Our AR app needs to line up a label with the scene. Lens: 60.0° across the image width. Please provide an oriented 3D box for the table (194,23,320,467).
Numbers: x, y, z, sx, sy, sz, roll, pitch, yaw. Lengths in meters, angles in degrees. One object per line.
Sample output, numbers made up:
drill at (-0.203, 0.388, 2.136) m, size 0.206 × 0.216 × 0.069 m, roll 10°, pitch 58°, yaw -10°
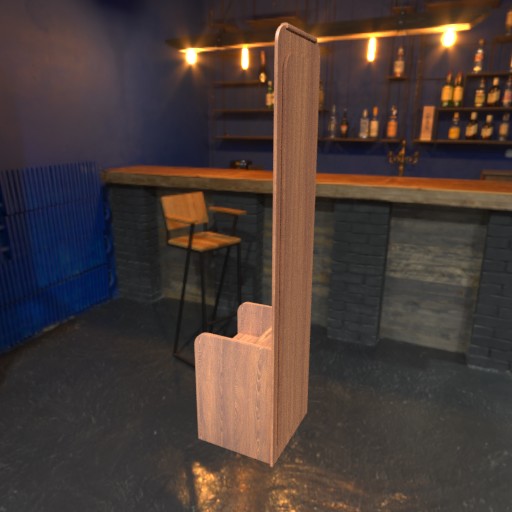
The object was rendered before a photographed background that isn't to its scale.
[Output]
table at (0.000, 0.000, 2.023) m, size 0.420 × 1.830 × 0.450 m, roll 8°, pitch 18°, yaw 25°
